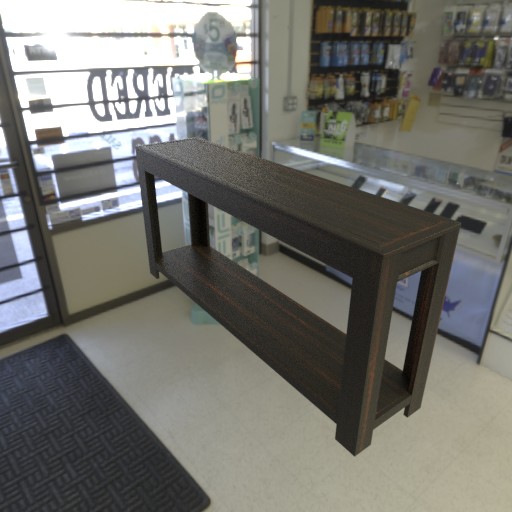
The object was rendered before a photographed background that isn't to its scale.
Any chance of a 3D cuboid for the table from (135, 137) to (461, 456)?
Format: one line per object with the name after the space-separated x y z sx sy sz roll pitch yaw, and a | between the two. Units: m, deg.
0.000 0.000 2.017 0.384 0.762 1.631 -18 32 -32 | table
